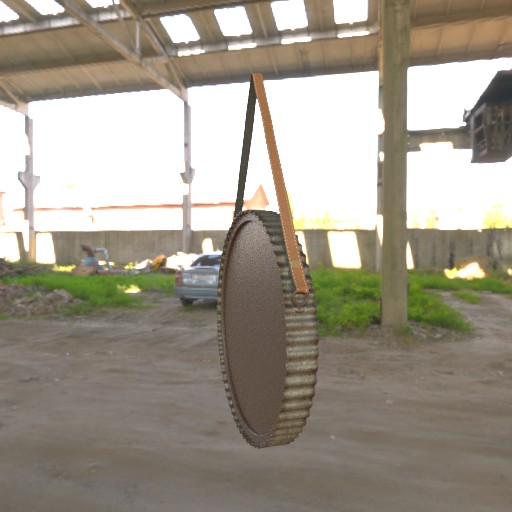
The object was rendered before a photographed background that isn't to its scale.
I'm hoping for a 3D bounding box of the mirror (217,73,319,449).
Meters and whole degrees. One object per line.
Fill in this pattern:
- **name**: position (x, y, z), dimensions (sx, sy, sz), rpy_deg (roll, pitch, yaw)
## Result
- **mirror**: position (0.000, 0.000, 0.692), dimensions (0.042, 0.568, 0.355), rpy_deg (0, 1, -19)
